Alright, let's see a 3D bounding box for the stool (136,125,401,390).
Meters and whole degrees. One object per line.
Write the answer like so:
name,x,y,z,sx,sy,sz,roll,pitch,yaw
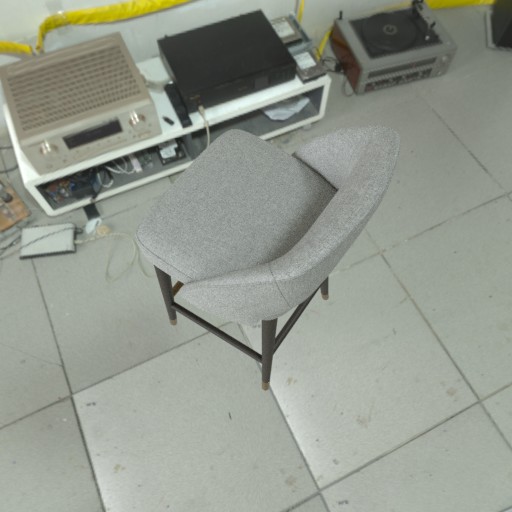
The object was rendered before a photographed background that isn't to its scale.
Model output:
stool,0.000,0.000,1.279,0.509,1.037,0.494,32,68,14
